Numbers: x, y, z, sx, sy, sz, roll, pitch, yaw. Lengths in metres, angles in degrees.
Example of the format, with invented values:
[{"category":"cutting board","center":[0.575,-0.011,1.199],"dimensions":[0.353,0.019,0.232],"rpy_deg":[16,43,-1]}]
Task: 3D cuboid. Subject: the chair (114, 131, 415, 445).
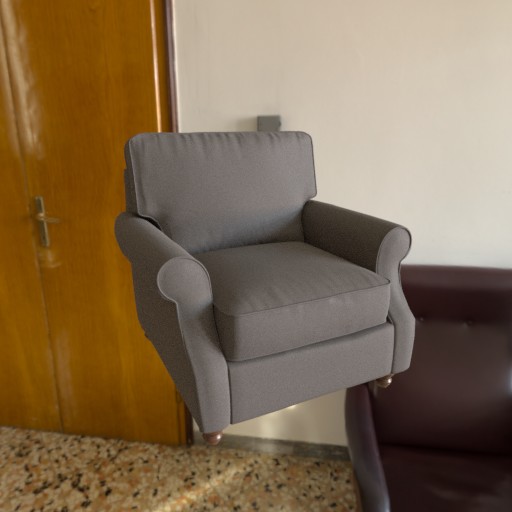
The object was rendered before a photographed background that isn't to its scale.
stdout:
[{"category":"chair","center":[0.000,0.000,1.809],"dimensions":[1.029,0.967,0.966],"rpy_deg":[-8,19,-25]}]
